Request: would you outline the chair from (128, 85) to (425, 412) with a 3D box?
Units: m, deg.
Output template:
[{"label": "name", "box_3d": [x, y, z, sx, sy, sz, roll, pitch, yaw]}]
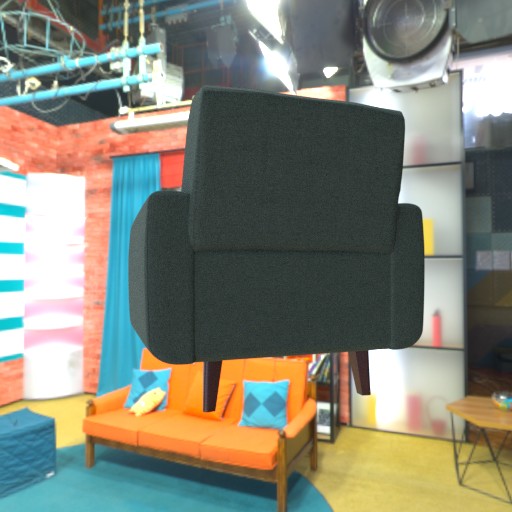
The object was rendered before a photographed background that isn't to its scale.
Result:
[{"label": "chair", "box_3d": [0.000, 0.000, 1.563, 0.831, 0.841, 0.909, 0, -2, -19]}]
